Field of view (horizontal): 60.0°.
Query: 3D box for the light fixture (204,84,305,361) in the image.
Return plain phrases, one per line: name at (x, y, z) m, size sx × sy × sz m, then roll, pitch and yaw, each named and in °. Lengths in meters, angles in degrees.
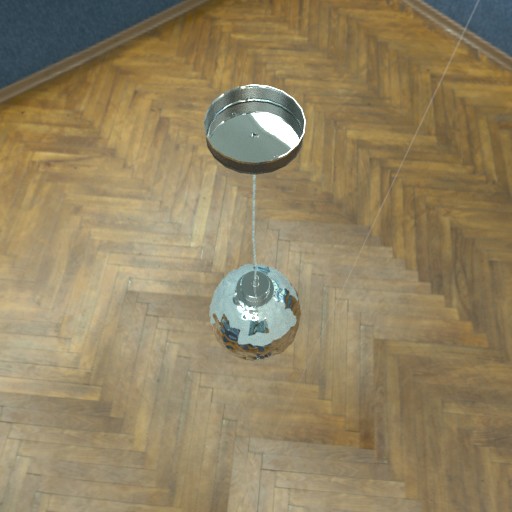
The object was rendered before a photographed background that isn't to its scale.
light fixture at (0.000, 0.000, 1.775) m, size 0.500 × 1.511 × 0.496 m, roll -34°, pitch 69°, yaw -15°
